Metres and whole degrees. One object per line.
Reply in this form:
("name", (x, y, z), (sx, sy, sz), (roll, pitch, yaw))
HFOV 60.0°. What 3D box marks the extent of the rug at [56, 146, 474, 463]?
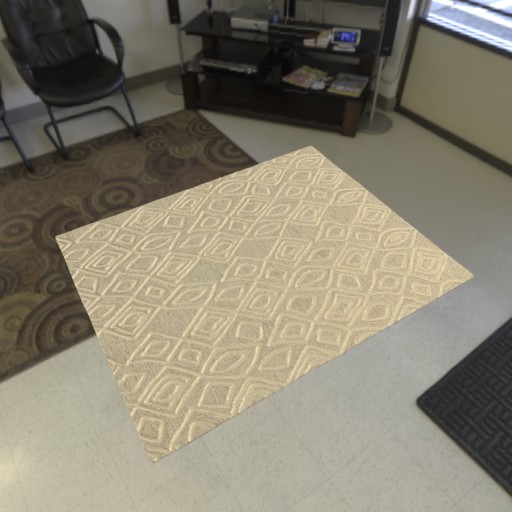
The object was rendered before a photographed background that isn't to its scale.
("rug", (0.000, 0.000, 4.087), (3.049, 0.025, 2.449), (-24, 51, -21))
